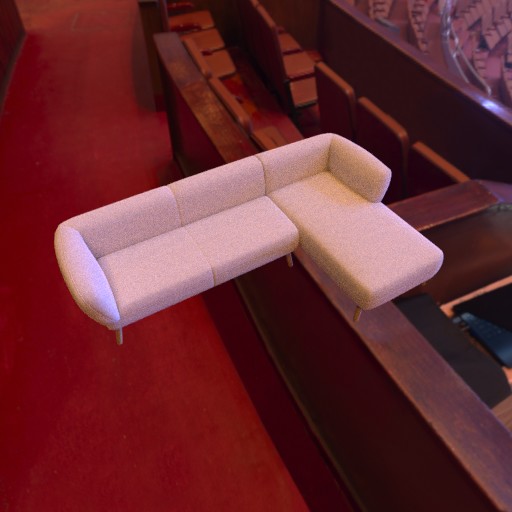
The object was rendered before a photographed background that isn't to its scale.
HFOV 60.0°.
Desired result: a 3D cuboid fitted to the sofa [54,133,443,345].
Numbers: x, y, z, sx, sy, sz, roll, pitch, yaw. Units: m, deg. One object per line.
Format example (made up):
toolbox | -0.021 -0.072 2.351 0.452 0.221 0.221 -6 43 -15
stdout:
sofa | 0.000 0.000 3.449 2.660 0.730 1.610 -23 50 -21
